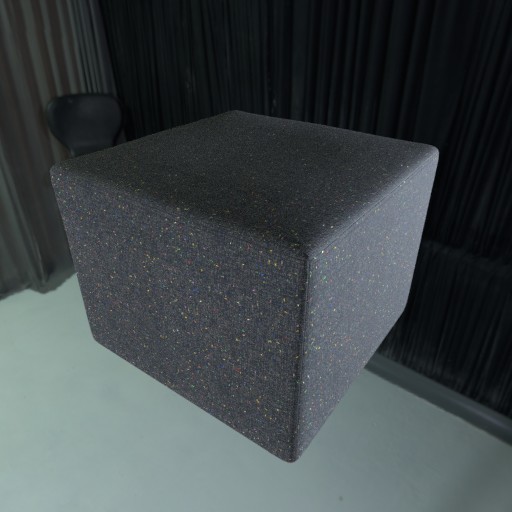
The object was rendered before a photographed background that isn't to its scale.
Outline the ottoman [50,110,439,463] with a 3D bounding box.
[{"bbox_3d":[0.000,0.000,0.876,0.508,0.432,0.508,21,37,30],"label":"ottoman"}]
